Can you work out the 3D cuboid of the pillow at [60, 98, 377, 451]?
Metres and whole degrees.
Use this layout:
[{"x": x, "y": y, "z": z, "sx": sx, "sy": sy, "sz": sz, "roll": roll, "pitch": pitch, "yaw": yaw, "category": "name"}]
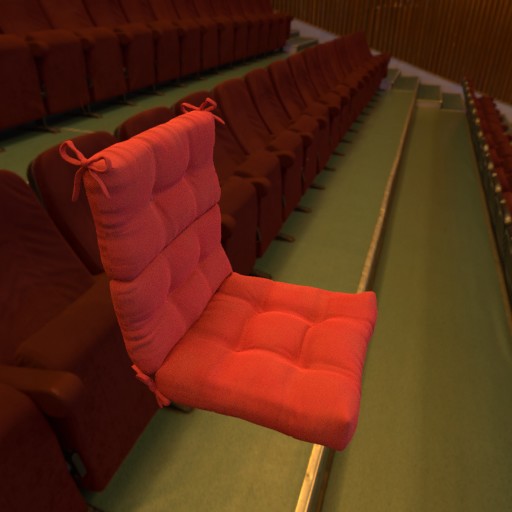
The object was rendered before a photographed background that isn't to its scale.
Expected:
[{"x": 0.000, "y": 0.000, "z": 1.022, "sx": 0.571, "sy": 0.605, "sz": 0.519, "roll": 10, "pitch": 31, "yaw": 17, "category": "pillow"}]
